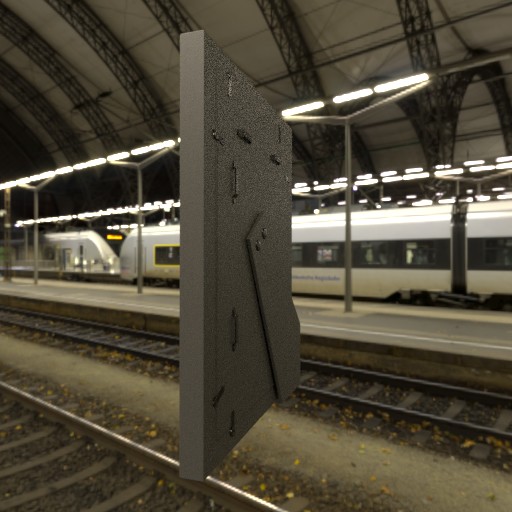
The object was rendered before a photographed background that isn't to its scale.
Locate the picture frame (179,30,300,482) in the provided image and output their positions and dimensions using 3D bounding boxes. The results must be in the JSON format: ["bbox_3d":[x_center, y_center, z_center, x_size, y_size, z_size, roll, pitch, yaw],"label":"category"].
[{"bbox_3d":[0.000,0.000,0.522,0.036,0.383,0.307,0,0,19],"label":"picture frame"}]
